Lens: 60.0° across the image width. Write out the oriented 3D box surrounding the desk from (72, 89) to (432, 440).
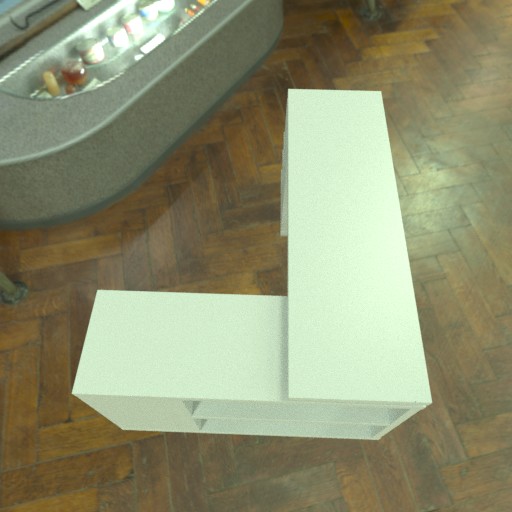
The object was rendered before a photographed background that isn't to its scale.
[{"bbox_3d":[0.000,0.000,2.162,1.200,0.753,1.524,2,59,1],"label":"desk"}]
